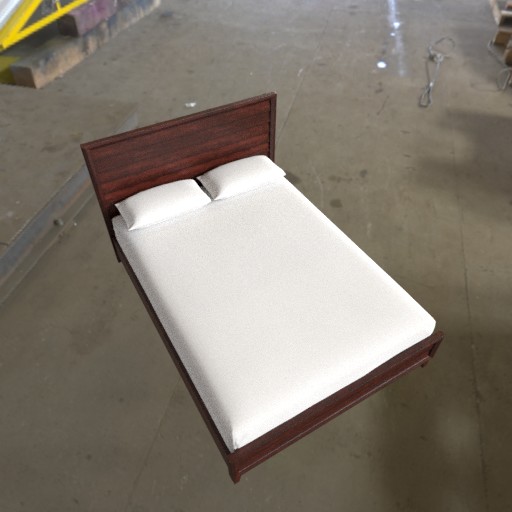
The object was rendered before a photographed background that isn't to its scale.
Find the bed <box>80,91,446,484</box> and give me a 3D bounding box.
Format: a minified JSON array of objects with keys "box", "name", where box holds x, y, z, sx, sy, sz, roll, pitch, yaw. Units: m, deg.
[{"box":[0.000,0.000,4.018,2.040,1.492,2.803,-23,50,-21],"name":"bed"}]
